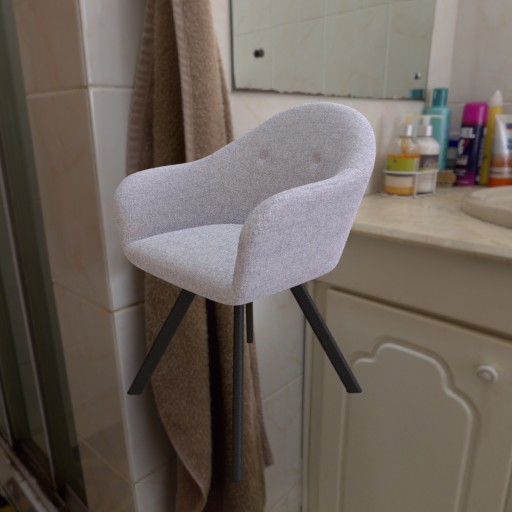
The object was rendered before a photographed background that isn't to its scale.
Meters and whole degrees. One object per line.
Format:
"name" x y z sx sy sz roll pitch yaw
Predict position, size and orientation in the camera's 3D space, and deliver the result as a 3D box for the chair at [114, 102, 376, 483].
"chair" 0.000 0.000 1.165 0.570 0.780 0.540 -16 23 -42
